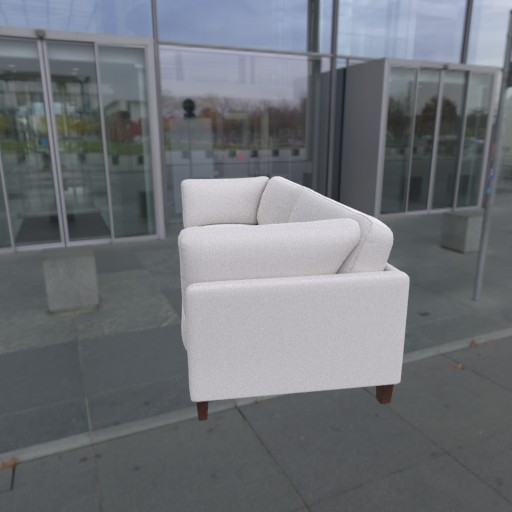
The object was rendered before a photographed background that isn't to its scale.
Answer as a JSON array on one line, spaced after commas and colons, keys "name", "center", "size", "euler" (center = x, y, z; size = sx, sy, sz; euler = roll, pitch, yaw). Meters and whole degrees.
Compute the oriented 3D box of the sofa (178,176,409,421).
[{"name": "sofa", "center": [0.000, 0.000, 2.881], "size": [0.957, 0.863, 2.301], "euler": [-2, 15, -9]}]
